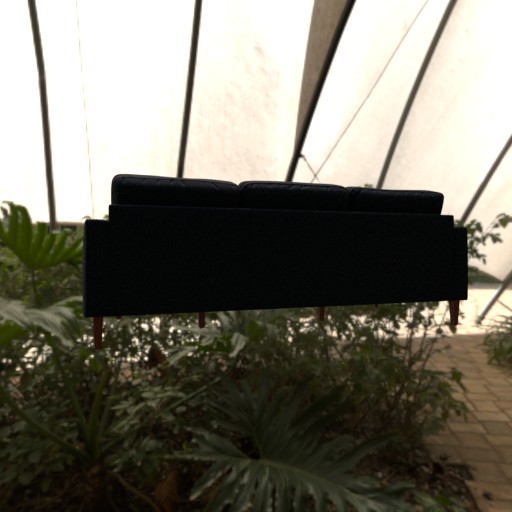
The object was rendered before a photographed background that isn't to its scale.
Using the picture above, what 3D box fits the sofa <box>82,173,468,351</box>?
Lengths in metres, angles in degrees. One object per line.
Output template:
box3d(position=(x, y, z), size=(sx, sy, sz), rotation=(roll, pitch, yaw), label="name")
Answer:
box3d(position=(0.000, 0.000, 3.072), size=(2.185, 0.841, 1.613), rotation=(0, 1, -19), label="sofa")
